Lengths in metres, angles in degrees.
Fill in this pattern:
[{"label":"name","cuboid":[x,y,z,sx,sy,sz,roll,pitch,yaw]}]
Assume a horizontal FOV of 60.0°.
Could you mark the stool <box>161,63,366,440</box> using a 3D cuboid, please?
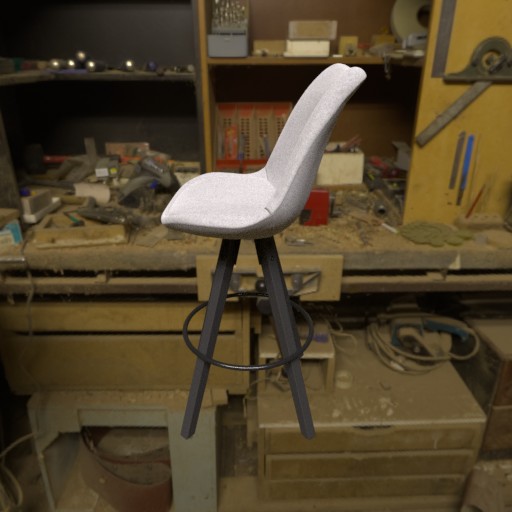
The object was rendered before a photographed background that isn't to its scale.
[{"label":"stool","cuboid":[0.000,0.000,1.408,0.550,1.115,0.485,0,25,0]}]
